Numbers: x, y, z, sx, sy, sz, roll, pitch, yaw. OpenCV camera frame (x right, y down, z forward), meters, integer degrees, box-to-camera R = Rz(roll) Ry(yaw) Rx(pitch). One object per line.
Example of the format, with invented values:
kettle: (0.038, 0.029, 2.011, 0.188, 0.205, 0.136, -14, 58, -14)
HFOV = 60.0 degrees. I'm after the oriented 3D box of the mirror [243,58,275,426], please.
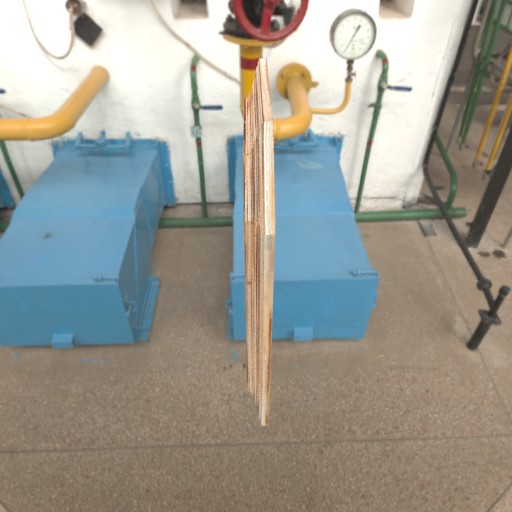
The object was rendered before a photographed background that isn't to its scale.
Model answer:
mirror: (0.000, 0.000, 1.330, 0.061, 1.015, 0.709, -1, 41, -1)
